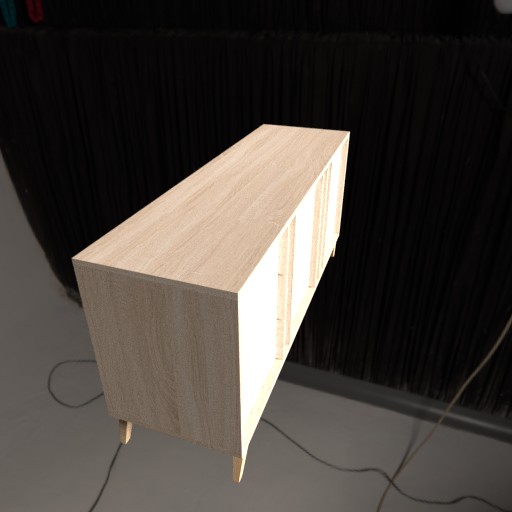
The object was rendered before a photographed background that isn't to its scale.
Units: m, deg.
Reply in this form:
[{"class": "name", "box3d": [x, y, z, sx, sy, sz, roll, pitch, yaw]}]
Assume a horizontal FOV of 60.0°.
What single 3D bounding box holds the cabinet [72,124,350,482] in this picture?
[{"class": "cabinet", "box3d": [0.000, 0.000, 2.029, 0.500, 0.780, 1.649, 10, 31, 17]}]
